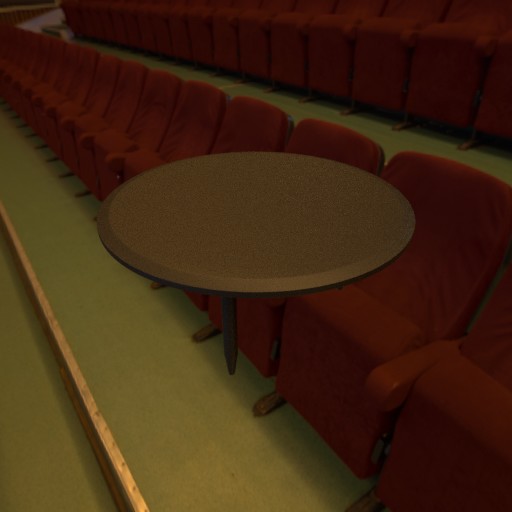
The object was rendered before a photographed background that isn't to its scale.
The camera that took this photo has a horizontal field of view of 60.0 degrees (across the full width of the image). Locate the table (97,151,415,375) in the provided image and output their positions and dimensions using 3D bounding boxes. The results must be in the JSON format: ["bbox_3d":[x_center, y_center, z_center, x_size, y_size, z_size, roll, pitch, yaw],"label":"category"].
[{"bbox_3d":[0.000,0.000,1.408,0.900,0.400,0.900,0,32,0],"label":"table"}]
